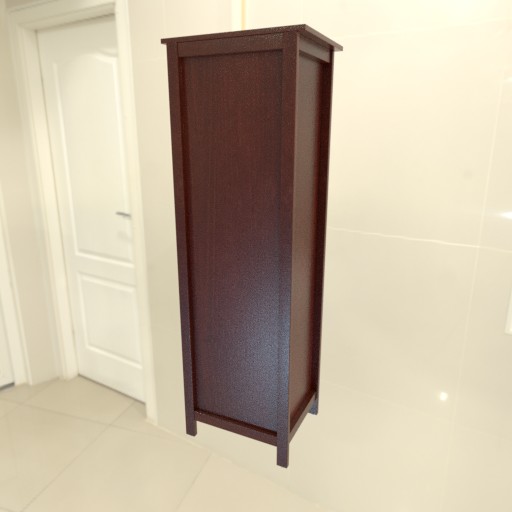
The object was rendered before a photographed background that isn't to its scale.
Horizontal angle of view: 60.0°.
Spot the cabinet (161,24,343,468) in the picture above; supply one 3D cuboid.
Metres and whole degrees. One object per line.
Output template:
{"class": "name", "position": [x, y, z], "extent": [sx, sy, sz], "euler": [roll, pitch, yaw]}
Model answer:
{"class": "cabinet", "position": [0.000, 0.000, 1.726], "extent": [0.500, 1.518, 0.401], "euler": [8, 18, 25]}
